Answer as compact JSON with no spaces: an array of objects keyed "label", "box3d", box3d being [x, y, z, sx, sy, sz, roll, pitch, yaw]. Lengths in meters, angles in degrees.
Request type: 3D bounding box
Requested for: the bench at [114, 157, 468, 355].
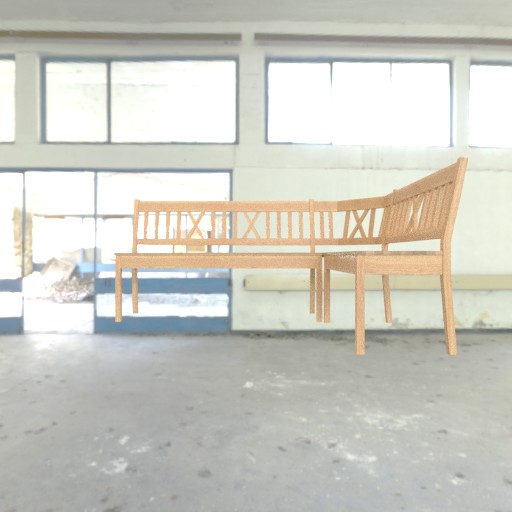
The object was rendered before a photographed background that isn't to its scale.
[{"label":"bench","box3d":[0.000,0.000,2.788,1.937,0.902,1.537,0,0,0]}]
